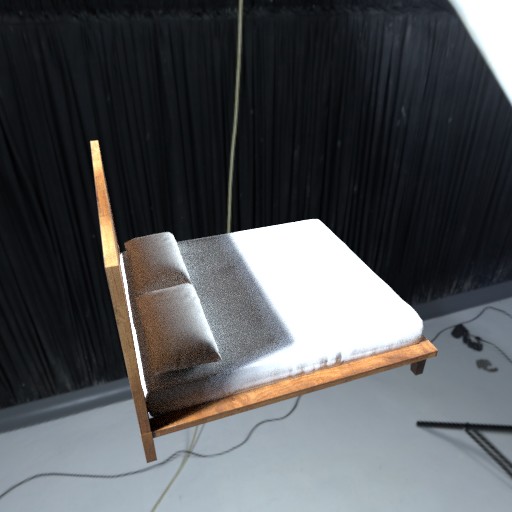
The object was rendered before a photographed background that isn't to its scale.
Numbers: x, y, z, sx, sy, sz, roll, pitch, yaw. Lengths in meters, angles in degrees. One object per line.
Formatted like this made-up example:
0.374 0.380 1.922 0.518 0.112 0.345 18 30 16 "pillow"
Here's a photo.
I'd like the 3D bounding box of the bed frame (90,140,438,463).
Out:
0.000 0.000 3.627 2.235 1.537 2.038 -11 33 -16 "bed frame"
